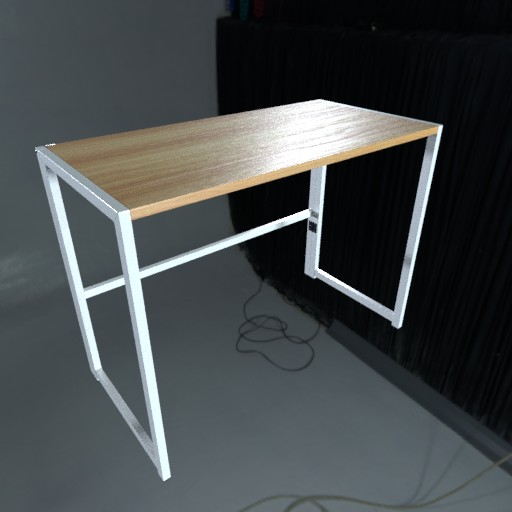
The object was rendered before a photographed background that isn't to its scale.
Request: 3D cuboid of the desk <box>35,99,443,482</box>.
[{"bbox_3d":[0.000,0.000,1.400,1.016,0.762,0.508,-22,36,-33],"label":"desk"}]
